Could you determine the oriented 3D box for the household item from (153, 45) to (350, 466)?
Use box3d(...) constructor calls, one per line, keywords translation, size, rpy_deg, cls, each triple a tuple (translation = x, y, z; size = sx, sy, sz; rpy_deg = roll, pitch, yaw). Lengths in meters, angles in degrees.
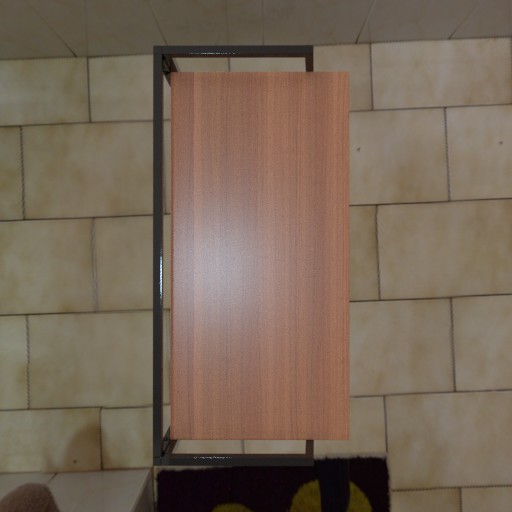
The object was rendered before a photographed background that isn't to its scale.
box3d(translation=(0.000, 0.000, 1.530), size=(0.510, 0.860, 1.050), rpy_deg=(0, 90, 0), cls="household item")
